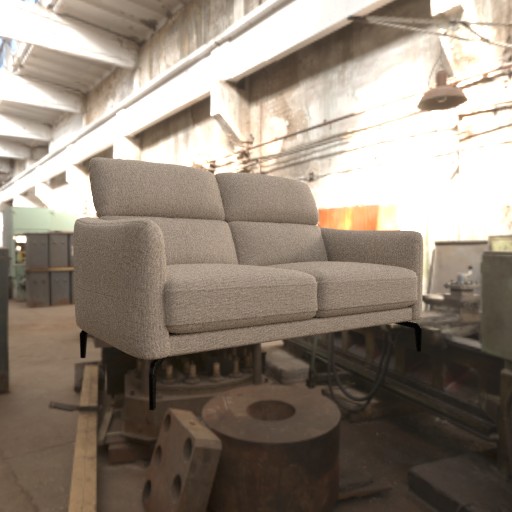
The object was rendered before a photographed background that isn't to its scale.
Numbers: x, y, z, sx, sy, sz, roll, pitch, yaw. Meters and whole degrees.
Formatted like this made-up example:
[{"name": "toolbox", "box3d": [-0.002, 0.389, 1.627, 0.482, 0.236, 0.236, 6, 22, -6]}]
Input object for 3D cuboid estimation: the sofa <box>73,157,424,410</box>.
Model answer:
[{"name": "sofa", "box3d": [0.000, 0.000, 2.132, 1.540, 0.950, 0.905, 0, 1, -36]}]
